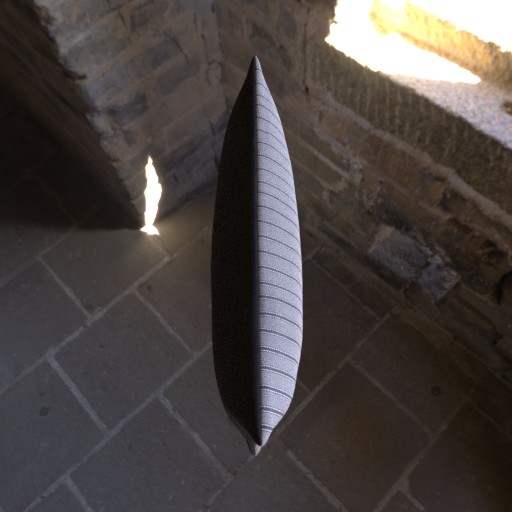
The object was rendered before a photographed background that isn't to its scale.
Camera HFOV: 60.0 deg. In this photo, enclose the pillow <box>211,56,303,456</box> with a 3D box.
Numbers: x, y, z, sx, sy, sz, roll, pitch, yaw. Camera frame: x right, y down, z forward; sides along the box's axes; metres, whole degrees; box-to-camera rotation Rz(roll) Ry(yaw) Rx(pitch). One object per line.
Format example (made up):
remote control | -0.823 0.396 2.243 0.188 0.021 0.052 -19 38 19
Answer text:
pillow | 0.000 0.000 0.750 0.151 0.305 0.609 -1 63 0
